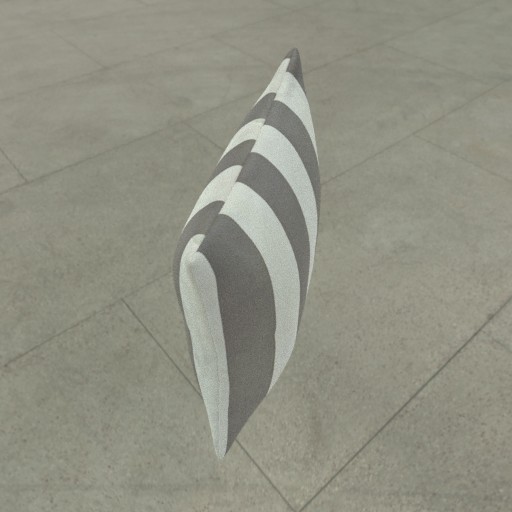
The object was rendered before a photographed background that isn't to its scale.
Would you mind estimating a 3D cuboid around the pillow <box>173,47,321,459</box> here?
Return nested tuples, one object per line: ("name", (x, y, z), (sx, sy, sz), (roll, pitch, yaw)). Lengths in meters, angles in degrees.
("pillow", (0.000, 0.000, 0.766), (0.192, 0.507, 0.522), (10, 47, 10))
